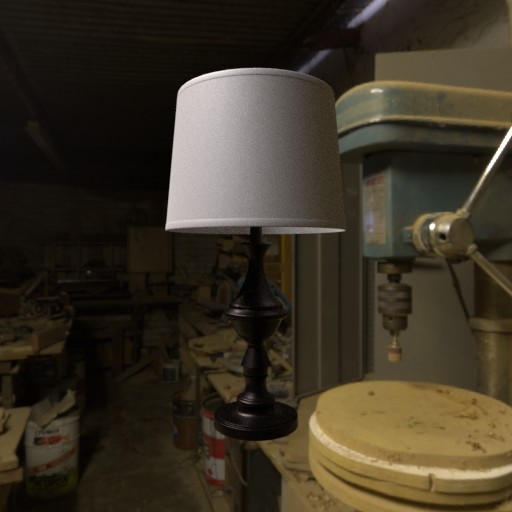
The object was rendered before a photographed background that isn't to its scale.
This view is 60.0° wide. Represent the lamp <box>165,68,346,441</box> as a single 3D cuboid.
[{"bbox_3d":[0.000,0.000,0.958,0.383,0.726,0.383,0,1,0],"label":"lamp"}]
